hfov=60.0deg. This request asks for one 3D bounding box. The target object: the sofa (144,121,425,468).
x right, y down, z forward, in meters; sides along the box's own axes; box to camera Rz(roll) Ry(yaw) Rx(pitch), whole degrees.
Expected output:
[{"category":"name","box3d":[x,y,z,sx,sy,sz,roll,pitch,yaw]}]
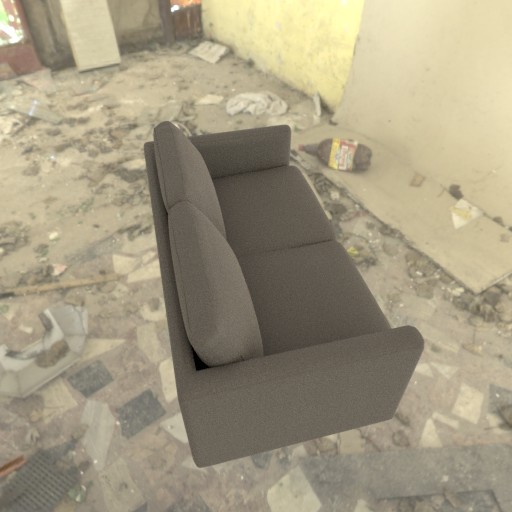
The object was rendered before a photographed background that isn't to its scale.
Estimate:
[{"category":"sofa","box3d":[0.000,0.000,2.258,0.940,0.866,1.713,-10,45,-10]}]
